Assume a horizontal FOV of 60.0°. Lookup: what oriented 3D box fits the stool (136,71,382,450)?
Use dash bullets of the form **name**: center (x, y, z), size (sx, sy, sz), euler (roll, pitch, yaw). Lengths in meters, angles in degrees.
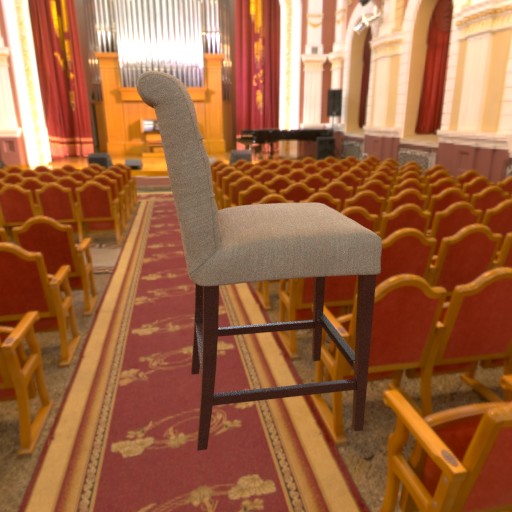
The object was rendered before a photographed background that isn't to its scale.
- **stool**: center (0.000, 0.000, 1.447), size (0.660, 1.084, 0.486), euler (-3, 18, -10)
